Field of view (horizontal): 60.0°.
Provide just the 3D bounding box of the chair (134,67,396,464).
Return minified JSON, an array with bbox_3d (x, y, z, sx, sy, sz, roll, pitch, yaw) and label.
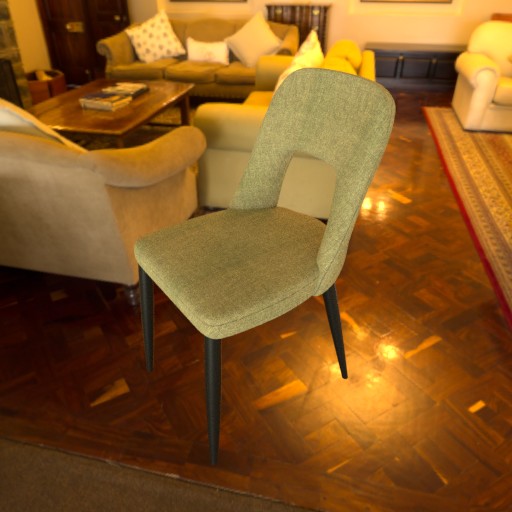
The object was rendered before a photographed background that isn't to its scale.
[{"bbox_3d":[0.000,0.000,1.269,0.612,0.931,0.470,-22,39,-30],"label":"chair"}]
